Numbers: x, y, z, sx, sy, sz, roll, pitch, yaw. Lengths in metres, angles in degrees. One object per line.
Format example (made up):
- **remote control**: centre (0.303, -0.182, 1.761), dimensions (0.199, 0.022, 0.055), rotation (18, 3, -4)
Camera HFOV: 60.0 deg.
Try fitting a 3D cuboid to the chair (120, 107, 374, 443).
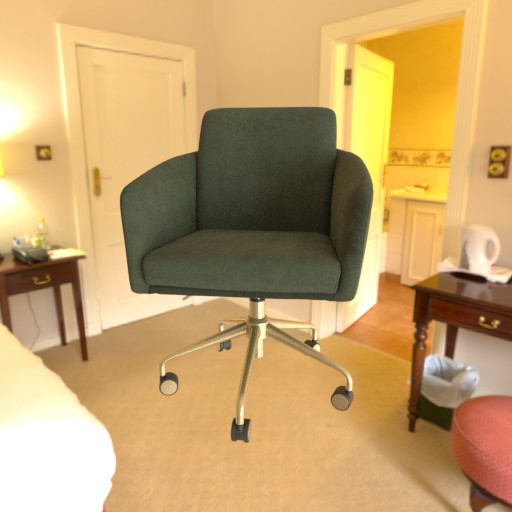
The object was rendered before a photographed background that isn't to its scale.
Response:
- **chair**: centre (0.000, 0.000, 1.356), dimensions (0.641, 0.908, 0.635), rotation (2, 14, 9)
